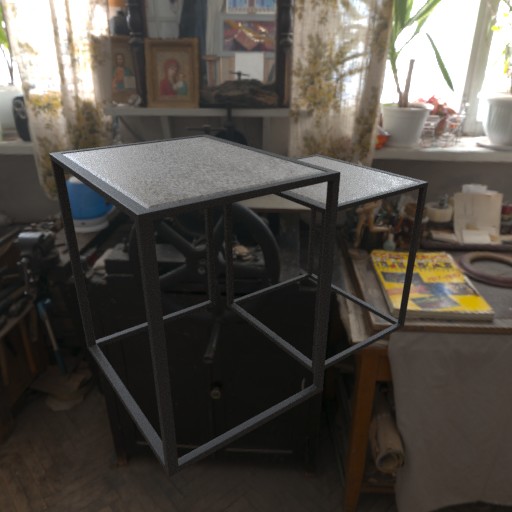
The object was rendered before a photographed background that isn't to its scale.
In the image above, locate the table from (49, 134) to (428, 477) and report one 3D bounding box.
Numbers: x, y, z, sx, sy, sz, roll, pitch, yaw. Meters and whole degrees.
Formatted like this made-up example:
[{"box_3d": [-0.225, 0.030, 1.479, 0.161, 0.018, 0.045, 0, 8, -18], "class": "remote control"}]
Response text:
[{"box_3d": [0.000, 0.000, 1.143, 0.788, 0.540, 0.508, -17, 30, -32], "class": "table"}]
